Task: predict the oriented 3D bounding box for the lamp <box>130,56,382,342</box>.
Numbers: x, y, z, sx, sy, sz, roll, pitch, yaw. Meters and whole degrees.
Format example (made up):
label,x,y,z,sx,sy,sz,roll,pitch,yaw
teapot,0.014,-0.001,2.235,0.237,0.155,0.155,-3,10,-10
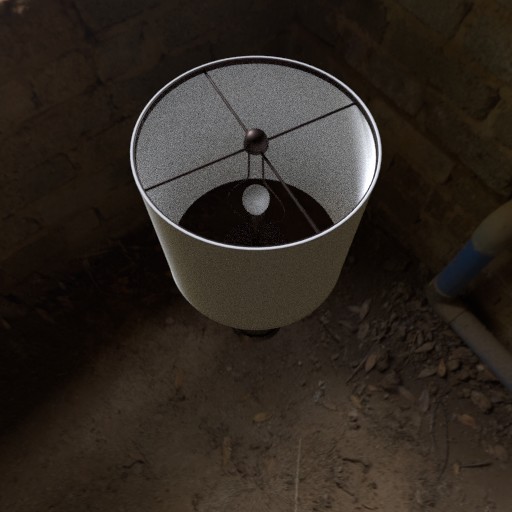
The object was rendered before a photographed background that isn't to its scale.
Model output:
label,x,y,z,sx,sy,sz,roll,pitch,yaw
lamp,0.000,0.000,0.801,0.301,0.630,0.301,15,63,8
